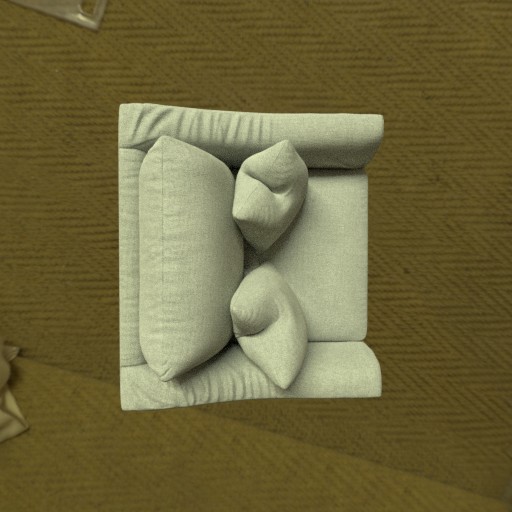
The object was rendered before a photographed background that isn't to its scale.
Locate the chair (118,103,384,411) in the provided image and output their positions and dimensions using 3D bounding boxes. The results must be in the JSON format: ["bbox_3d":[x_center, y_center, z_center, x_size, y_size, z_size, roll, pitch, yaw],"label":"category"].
[{"bbox_3d":[0.000,0.000,2.039,1.071,1.059,1.194,0,91,-1],"label":"chair"}]
